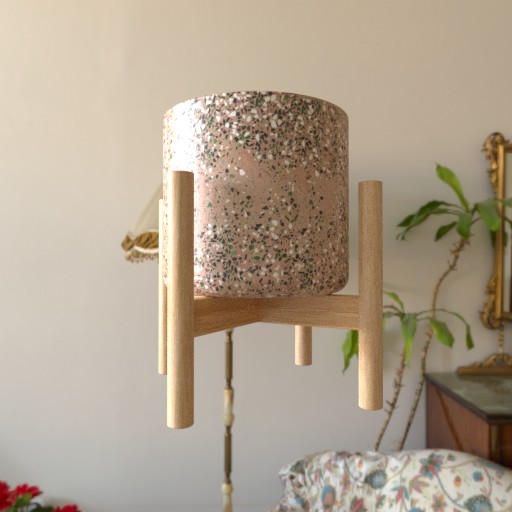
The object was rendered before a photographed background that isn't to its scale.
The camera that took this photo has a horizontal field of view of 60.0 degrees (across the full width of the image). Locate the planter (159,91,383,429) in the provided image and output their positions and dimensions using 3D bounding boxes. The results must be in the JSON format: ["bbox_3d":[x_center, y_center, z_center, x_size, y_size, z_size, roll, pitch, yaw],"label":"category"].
[{"bbox_3d":[0.000,0.000,0.541,0.284,0.320,0.284,0,-1,-37],"label":"planter"}]
